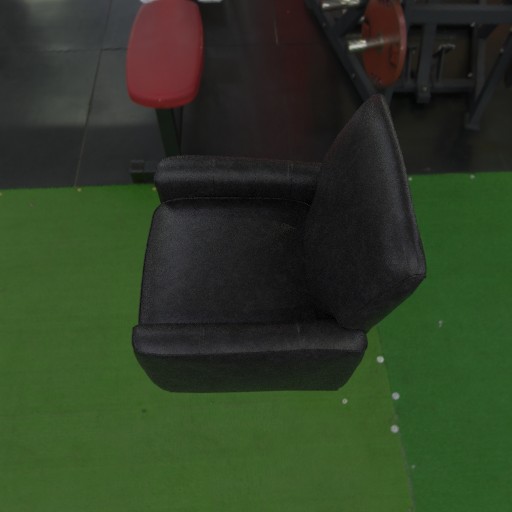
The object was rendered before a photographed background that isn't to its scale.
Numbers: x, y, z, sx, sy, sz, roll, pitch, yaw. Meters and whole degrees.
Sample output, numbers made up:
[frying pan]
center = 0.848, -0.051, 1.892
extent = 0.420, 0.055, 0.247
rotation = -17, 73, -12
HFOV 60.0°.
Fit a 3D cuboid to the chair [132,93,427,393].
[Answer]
[chair]
center = 0.000, 0.000, 1.655
extent = 0.864, 1.014, 0.848
rotation = 0, 59, 0
